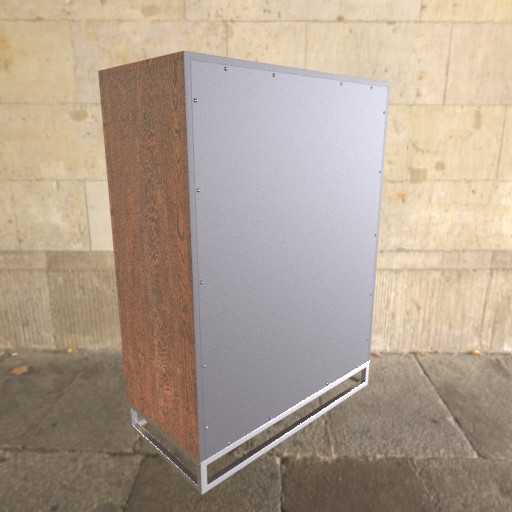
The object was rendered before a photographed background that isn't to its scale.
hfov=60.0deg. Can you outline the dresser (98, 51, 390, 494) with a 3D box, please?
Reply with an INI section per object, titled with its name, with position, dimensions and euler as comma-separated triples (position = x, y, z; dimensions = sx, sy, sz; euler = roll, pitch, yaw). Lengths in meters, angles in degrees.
[dresser]
position = 0.000, 0.000, 1.754
dimensions = 0.965, 1.321, 0.508
euler = -14, 20, -42
